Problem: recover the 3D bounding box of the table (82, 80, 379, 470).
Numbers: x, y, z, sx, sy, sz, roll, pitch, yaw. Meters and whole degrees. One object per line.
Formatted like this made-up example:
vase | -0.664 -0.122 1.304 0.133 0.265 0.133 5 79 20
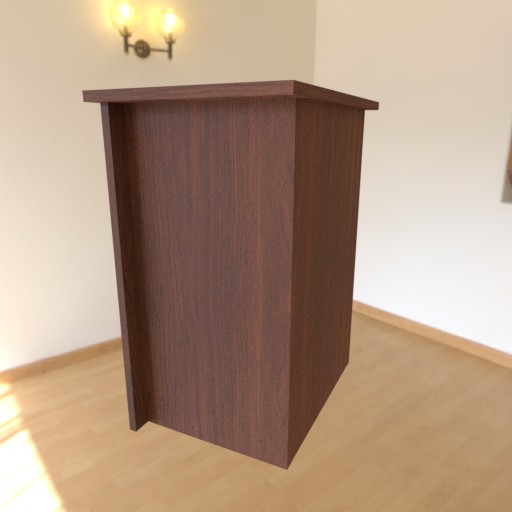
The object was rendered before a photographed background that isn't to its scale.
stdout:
table | 0.000 0.000 1.053 0.406 0.711 0.589 8 18 25
